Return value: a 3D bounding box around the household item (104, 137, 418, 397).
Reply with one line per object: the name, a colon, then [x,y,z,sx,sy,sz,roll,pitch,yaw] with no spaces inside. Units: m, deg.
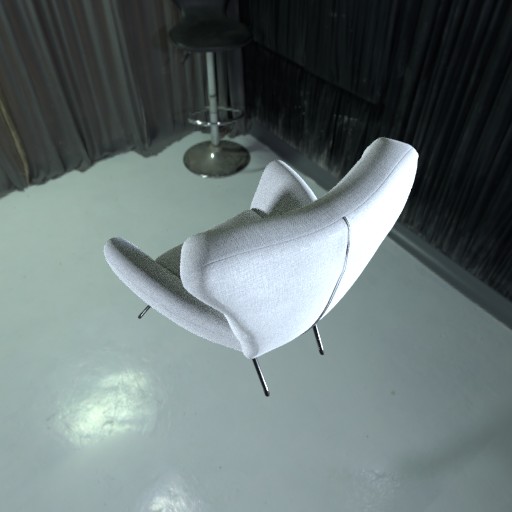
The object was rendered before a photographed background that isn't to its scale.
household item: [0.000,0.000,1.836,0.980,1.050,0.900,-31,53,-26]
